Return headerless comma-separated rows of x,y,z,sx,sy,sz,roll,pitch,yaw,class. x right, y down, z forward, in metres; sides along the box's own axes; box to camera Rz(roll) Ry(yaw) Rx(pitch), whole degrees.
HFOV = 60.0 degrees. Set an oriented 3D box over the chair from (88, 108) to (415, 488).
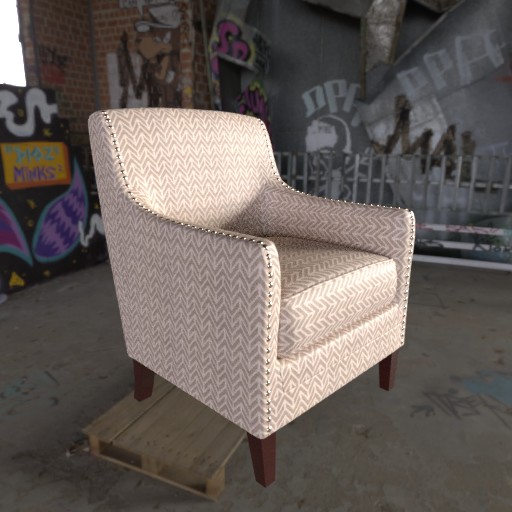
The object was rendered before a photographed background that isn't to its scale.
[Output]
0.000,0.000,1.255,0.651,0.816,0.623,14,20,43,chair
